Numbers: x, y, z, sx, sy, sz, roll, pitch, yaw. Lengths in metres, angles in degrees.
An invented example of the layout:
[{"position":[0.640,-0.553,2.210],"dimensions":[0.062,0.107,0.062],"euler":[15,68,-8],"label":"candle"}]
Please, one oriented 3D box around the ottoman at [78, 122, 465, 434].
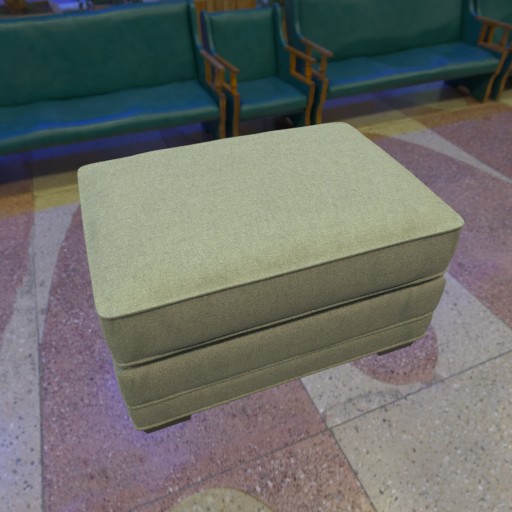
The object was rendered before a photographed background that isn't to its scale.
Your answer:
[{"position":[0.000,0.000,1.237],"dimensions":[0.848,0.508,0.611],"euler":[-14,43,-15],"label":"ottoman"}]
